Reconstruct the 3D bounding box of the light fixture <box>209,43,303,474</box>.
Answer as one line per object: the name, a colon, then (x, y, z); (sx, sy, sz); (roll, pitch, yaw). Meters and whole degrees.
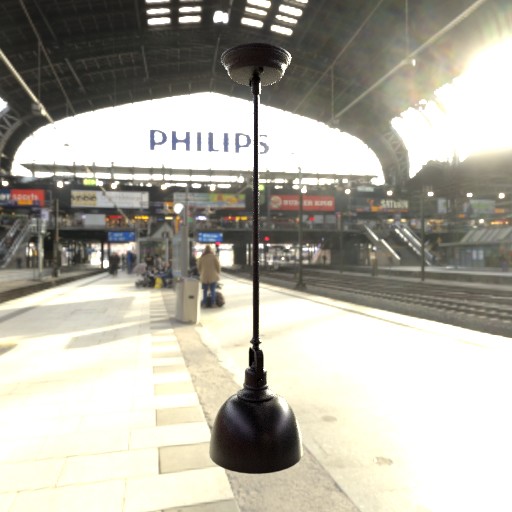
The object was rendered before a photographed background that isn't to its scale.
light fixture: (0.000, 0.000, 0.867); (0.182, 0.768, 0.182); (0, 0, -16)
